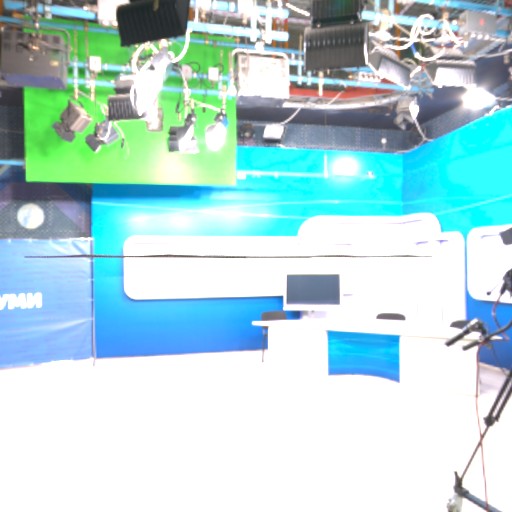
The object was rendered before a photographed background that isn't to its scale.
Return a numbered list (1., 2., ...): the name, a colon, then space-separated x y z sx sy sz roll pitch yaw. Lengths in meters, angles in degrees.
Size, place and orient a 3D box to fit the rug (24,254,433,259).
1. rug: 0.000 0.000 4.363 2.428 0.027 3.333 0 0 37
